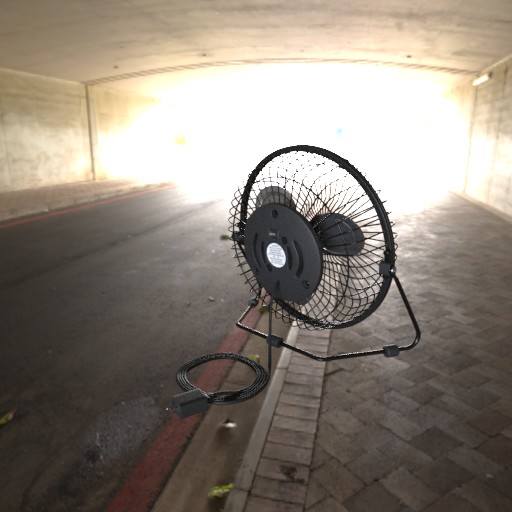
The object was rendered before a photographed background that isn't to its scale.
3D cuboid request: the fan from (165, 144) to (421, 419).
[{"bbox_3d":[0.000,0.000,0.385,0.227,0.188,0.209,-14,20,-43],"label":"fan"}]
